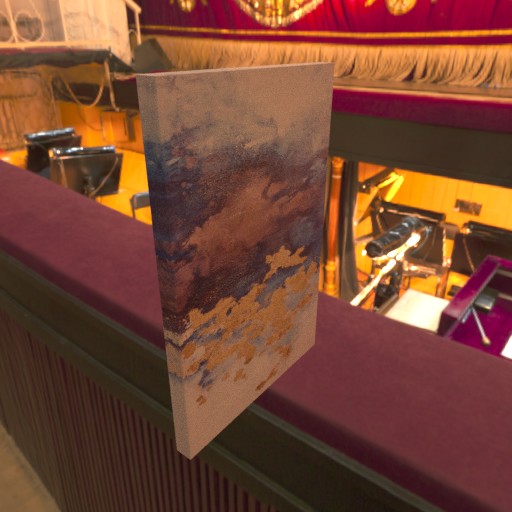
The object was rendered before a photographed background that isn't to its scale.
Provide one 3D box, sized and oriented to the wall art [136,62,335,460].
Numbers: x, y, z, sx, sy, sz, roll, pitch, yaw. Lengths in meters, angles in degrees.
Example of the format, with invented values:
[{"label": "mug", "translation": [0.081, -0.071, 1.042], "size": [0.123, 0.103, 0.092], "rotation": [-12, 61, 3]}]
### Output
[{"label": "wall art", "translation": [0.000, 0.000, 1.114], "size": [0.048, 0.874, 0.583], "rotation": [19, 32, 34]}]
